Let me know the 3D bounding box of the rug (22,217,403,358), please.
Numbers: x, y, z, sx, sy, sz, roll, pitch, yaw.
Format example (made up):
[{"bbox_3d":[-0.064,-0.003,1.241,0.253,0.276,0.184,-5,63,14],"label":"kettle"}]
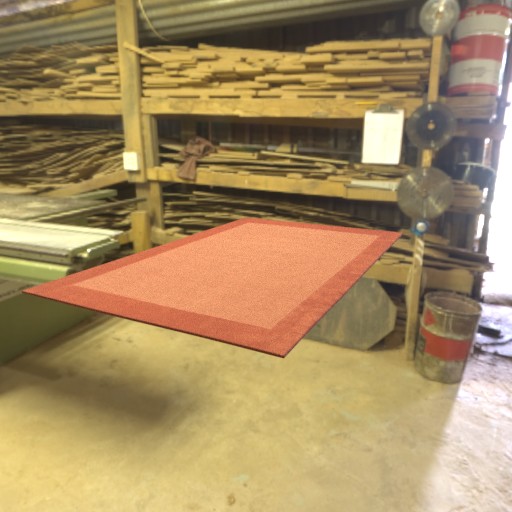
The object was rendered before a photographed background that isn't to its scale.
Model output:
[{"bbox_3d":[0.000,0.000,3.038,1.524,0.014,2.438,8,17,27],"label":"rug"}]
